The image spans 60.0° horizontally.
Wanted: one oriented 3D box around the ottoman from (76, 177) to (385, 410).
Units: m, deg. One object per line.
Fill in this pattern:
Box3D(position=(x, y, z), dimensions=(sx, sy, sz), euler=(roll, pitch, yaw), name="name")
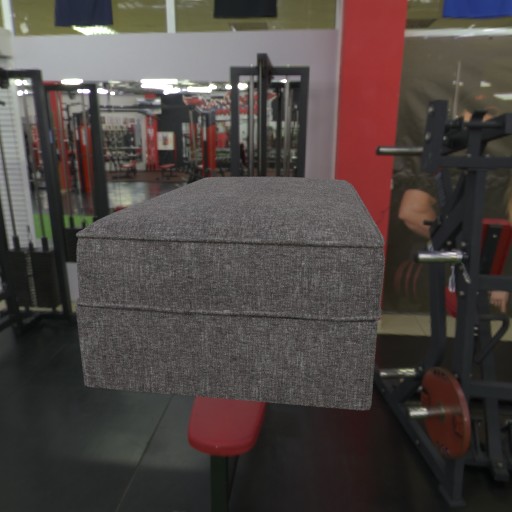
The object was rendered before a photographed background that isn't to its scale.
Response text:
Box3D(position=(0.000, 0.000, 1.543), dimensions=(0.717, 0.487, 1.184), euler=(2, 16, 8), name="ottoman")
